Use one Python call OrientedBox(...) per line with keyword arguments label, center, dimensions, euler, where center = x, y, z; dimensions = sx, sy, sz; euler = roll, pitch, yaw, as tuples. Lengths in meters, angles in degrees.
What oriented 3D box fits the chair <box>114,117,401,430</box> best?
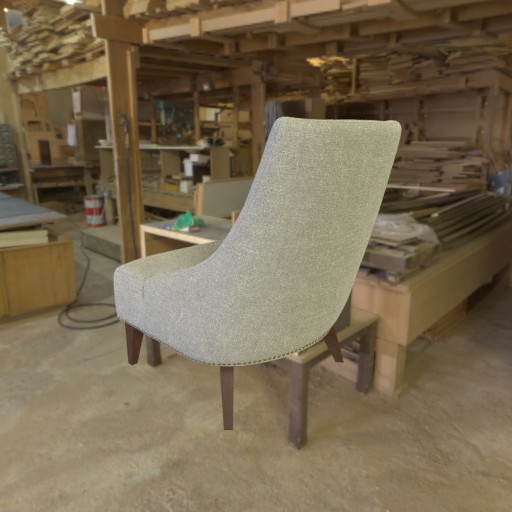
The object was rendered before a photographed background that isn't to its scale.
OrientedBox(label="chair", center=(0.000, 0.000, 1.557), dimensions=(0.701, 0.909, 0.861), euler=(-15, 22, -42))
